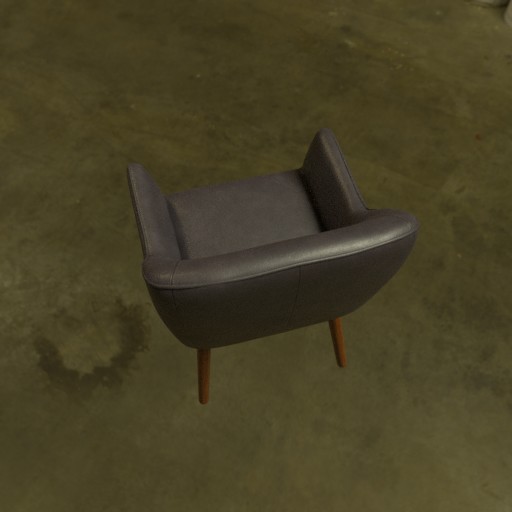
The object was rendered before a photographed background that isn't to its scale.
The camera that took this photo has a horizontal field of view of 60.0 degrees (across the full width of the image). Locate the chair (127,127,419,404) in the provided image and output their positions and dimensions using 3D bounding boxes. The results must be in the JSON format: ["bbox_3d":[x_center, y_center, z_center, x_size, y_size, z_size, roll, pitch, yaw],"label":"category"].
[{"bbox_3d":[0.000,0.000,1.271,0.610,0.828,0.610,-12,58,-8],"label":"chair"}]
